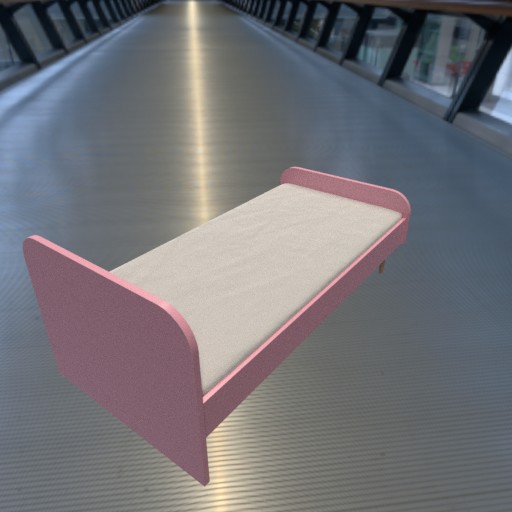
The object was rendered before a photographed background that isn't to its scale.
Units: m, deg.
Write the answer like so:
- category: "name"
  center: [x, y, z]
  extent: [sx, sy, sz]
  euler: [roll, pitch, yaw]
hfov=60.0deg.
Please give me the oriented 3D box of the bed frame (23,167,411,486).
- category: "bed frame"
  center: [0.000, 0.000, 2.445]
  extent: [0.998, 0.805, 1.963]
  euler: [21, 36, 32]
